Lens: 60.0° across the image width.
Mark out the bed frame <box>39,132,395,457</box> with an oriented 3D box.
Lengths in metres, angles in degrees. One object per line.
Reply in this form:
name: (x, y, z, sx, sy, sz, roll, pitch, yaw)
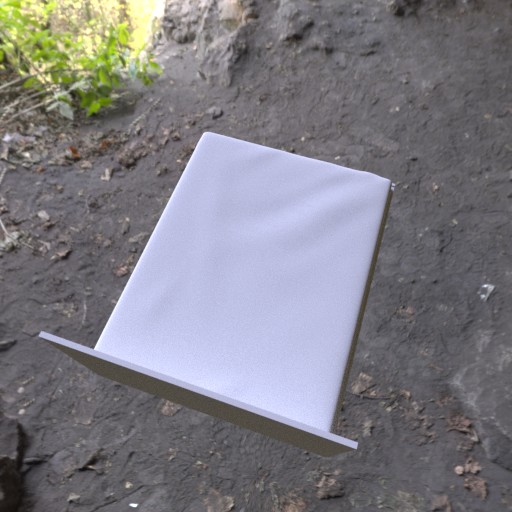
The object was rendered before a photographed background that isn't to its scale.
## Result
bed frame: (0.000, 0.000, 3.104, 1.711, 1.001, 2.100, 17, 65, 8)
